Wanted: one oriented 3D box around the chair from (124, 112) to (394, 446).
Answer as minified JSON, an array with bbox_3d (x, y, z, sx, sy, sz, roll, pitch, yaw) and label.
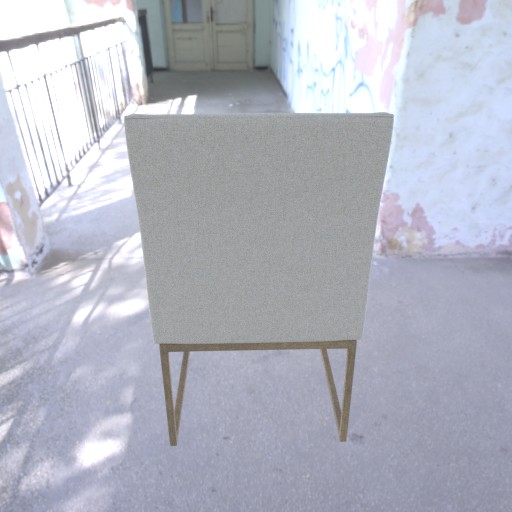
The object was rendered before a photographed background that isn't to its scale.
[{"bbox_3d":[0.000,0.000,1.189,0.508,0.863,0.522,-1,31,-1],"label":"chair"}]
